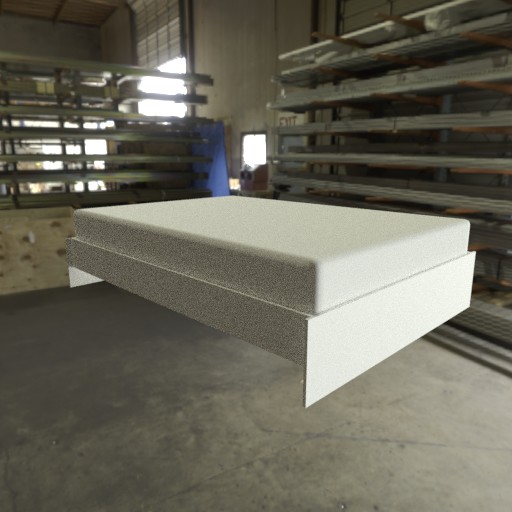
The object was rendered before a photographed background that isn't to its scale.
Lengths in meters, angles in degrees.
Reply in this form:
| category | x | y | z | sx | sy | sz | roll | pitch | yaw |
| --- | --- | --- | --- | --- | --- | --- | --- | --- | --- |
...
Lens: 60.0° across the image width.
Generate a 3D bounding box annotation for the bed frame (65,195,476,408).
| category | x | y | z | sx | sy | sz | roll | pitch | yaw |
| --- | --- | --- | --- | --- | --- | --- | --- | --- | --- |
| bed frame | 0.000 | 0.000 | 2.611 | 1.445 | 0.497 | 1.945 | -13 | 18 | -43 |
